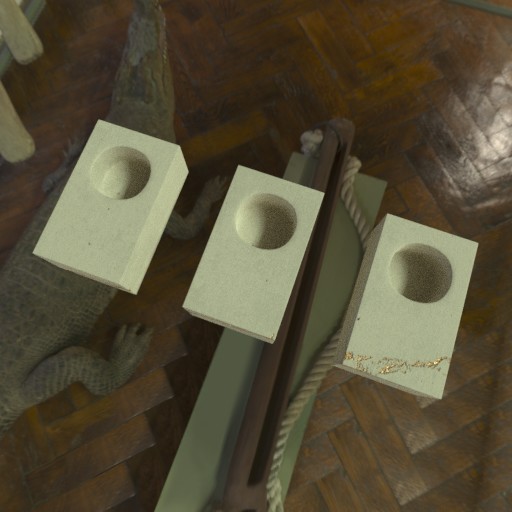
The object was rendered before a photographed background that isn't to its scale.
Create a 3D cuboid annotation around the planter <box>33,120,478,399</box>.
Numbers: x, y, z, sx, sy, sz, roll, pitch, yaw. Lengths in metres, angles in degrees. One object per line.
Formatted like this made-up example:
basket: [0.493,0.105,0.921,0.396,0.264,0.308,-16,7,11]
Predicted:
planter: [0.000,0.000,0.378,0.333,0.051,0.127,19,76,5]
